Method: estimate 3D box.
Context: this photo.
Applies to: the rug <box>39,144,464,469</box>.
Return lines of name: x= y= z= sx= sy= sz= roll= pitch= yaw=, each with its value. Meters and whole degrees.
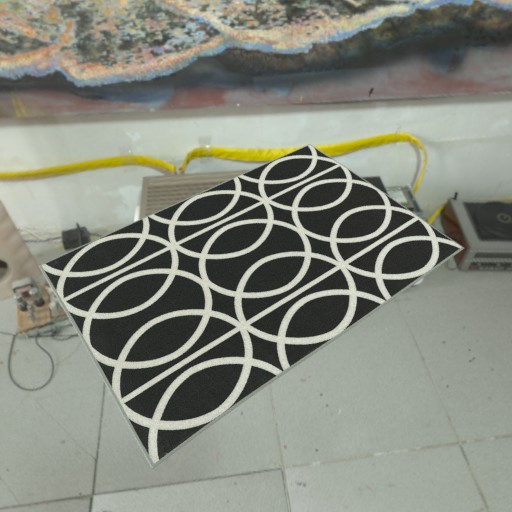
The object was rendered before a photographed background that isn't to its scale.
rug: x=0.000 y=0.000 z=2.848 sx=2.290 sy=0.014 sz=1.526 roll=-29 pitch=53 yaw=-24
